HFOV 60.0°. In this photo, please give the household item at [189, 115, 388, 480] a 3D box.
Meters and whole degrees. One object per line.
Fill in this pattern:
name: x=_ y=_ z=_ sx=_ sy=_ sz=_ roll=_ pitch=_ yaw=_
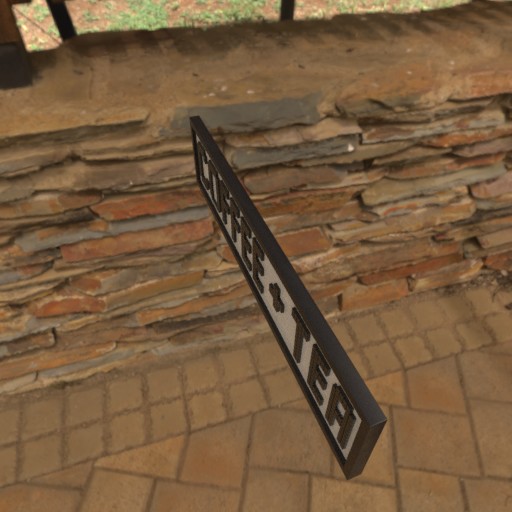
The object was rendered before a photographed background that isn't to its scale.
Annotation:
household item: x=0.000 y=0.000 z=1.072 sx=0.030 sy=0.236 sz=1.001 roll=-16 pitch=48 yaw=-15
